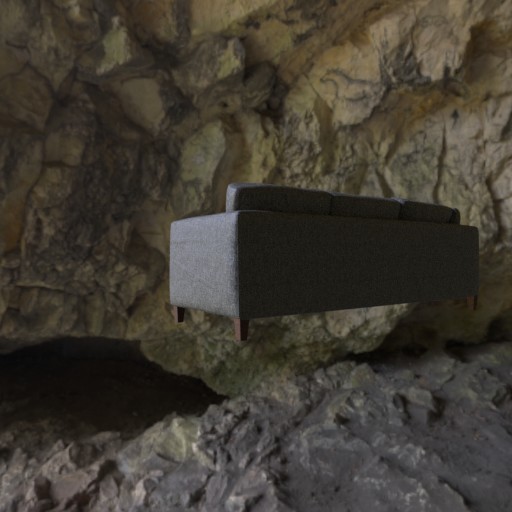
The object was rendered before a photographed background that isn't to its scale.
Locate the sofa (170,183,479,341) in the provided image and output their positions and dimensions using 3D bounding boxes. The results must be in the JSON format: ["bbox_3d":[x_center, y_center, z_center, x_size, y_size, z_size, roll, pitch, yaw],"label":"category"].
[{"bbox_3d":[0.000,0.000,4.522,2.593,0.947,3.302,0,0,-35],"label":"sofa"}]
